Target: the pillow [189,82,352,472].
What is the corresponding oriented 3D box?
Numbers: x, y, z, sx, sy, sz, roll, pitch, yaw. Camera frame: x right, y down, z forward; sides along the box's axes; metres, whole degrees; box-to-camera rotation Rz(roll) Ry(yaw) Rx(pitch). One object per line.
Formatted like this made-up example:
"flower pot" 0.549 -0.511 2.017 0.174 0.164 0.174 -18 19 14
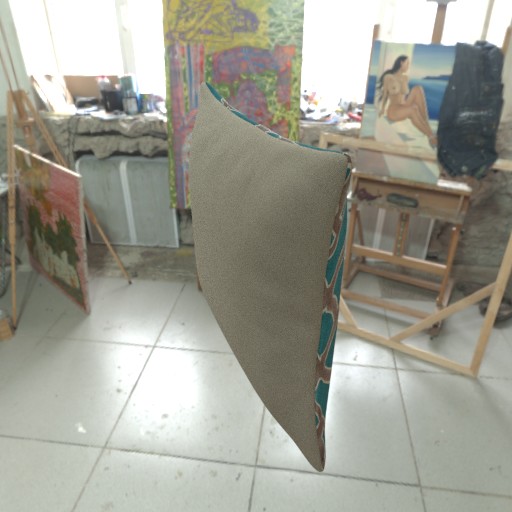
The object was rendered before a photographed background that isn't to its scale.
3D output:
"pillow" 0.000 0.000 0.777 0.166 0.507 0.526 -11 31 -19
